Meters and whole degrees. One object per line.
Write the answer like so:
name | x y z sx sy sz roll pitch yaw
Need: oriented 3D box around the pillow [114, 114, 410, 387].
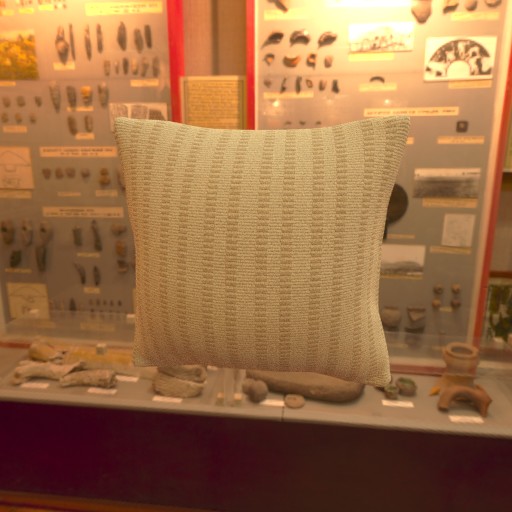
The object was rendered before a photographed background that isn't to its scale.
pillow | 0.000 0.000 0.692 0.438 0.419 0.247 2 15 8
